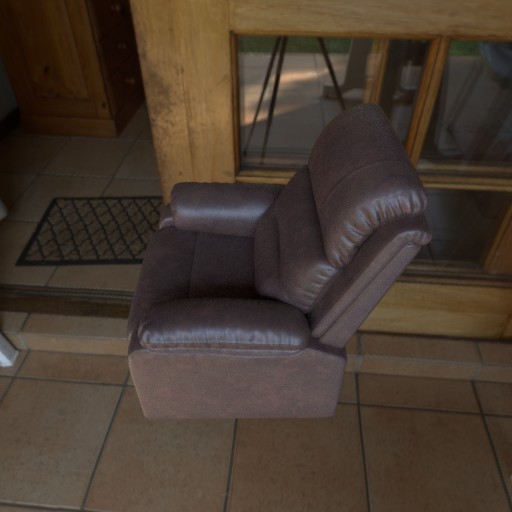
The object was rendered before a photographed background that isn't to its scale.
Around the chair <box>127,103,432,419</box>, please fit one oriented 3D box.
[{"bbox_3d":[0.000,0.000,1.631,0.919,0.992,0.855,-1,42,-1],"label":"chair"}]
